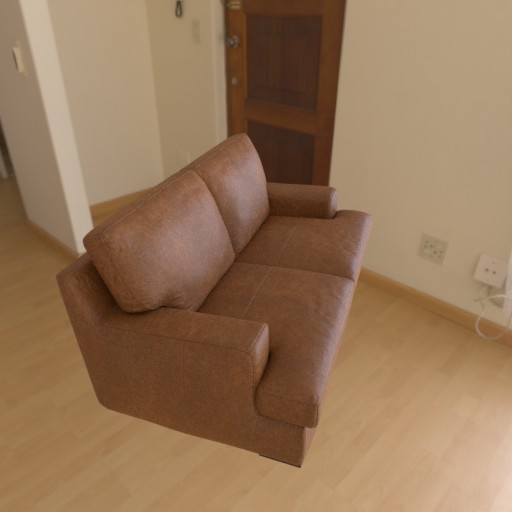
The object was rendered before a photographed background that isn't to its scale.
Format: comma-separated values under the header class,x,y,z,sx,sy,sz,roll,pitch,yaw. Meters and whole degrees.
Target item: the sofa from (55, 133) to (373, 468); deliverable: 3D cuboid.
class,x,y,z,sx,sy,sz,roll,pitch,yaw
sofa,0.000,0.000,2.526,1.144,0.966,1.880,10,32,16
